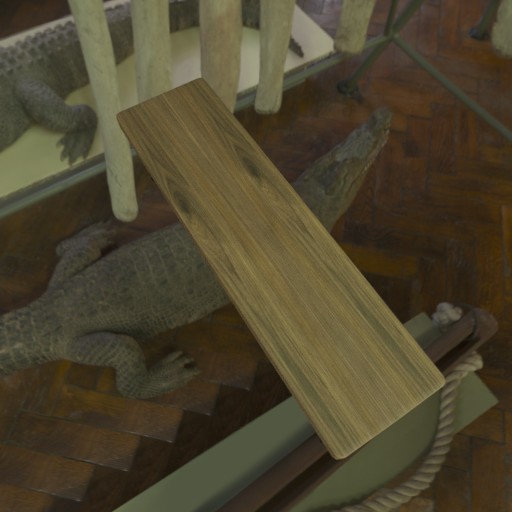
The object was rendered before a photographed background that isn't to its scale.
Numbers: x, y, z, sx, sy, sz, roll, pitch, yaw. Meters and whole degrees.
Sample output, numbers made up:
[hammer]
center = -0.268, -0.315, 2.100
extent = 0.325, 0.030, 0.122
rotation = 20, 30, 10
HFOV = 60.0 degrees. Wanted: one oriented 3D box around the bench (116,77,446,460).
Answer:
[bench]
center = 0.000, 0.000, 1.822
extent = 0.425, 0.462, 1.570
rotation = -29, 67, -14
